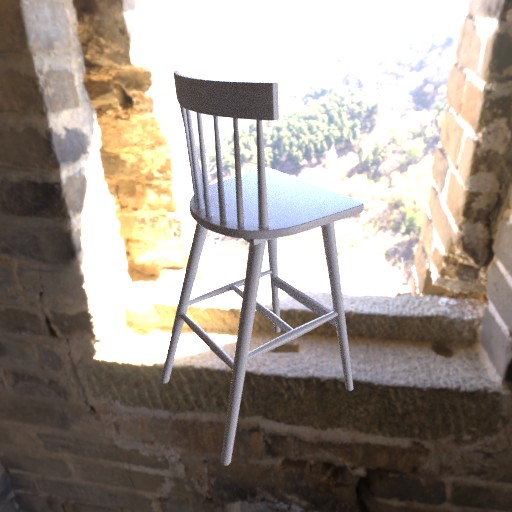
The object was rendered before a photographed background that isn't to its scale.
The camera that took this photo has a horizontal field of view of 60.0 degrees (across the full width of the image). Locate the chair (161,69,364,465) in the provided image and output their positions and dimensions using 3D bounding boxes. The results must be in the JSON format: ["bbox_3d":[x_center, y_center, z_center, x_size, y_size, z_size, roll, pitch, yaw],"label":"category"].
[{"bbox_3d":[0.000,0.000,1.424,0.572,1.092,0.483,-18,32,-31],"label":"chair"}]
